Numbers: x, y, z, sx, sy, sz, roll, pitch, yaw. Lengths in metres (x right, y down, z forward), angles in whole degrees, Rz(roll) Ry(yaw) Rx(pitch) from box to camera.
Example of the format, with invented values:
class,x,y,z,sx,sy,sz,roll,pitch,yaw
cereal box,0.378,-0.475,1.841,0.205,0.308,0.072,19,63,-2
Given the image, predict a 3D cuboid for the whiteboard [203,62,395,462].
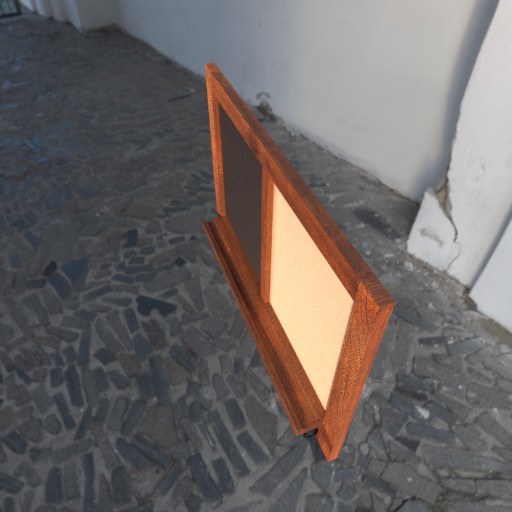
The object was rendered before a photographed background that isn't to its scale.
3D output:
class,x,y,z,sx,sy,sz,roll,pitch,yaw
whiteboard,0.000,0.000,0.999,0.083,0.553,0.768,-16,48,-14
